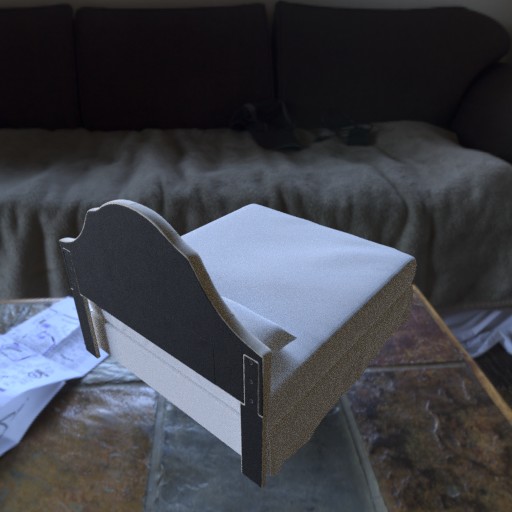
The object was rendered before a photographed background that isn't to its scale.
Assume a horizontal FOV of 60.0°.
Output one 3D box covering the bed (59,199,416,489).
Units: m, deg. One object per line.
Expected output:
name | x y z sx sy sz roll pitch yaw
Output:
bed | 0.000 0.000 3.598 2.008 1.615 2.214 23 37 34
